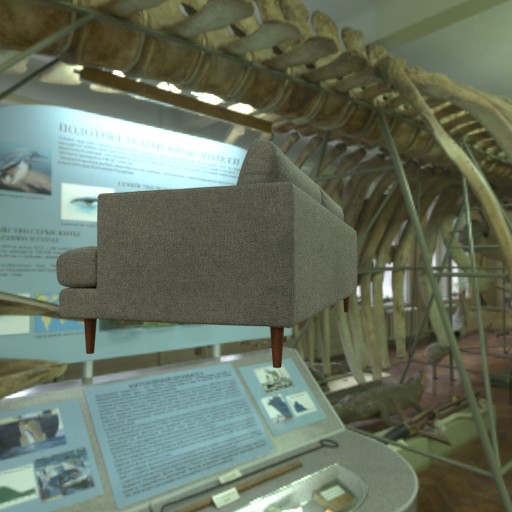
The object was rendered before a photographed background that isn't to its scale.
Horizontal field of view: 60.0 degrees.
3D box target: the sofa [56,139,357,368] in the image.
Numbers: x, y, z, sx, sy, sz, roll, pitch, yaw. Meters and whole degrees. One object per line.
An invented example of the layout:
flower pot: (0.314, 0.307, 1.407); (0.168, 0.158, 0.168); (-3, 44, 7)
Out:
sofa: (0.000, 0.000, 2.745); (1.020, 0.868, 2.250); (0, -1, 18)
